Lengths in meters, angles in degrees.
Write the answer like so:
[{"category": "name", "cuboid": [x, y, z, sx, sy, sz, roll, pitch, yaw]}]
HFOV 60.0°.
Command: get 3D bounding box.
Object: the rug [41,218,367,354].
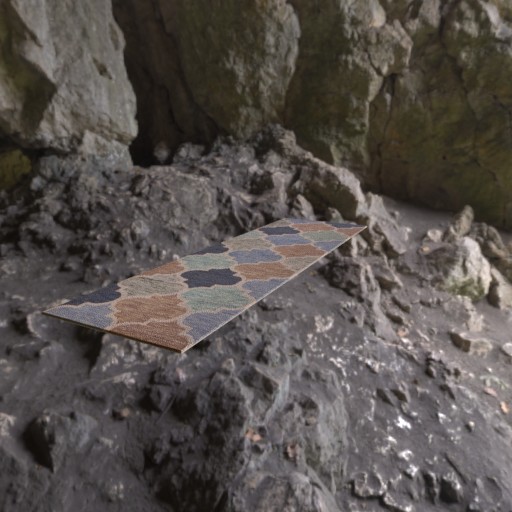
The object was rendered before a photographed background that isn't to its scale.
[{"category": "rug", "cuboid": [0.000, 0.000, 2.552, 0.687, 0.011, 2.287, 8, 17, 27]}]
